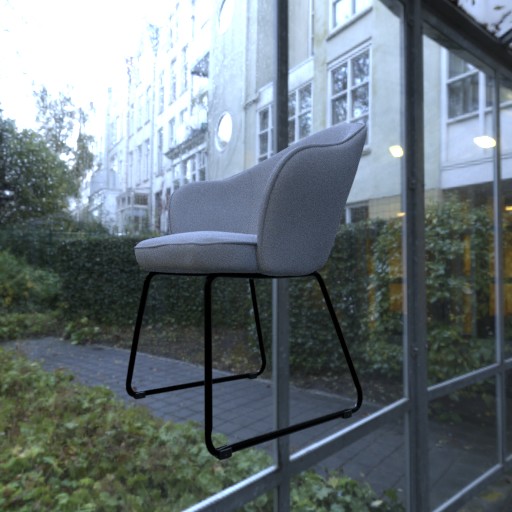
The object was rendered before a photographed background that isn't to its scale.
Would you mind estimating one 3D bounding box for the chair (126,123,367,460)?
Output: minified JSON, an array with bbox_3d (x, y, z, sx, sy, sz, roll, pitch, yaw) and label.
[{"bbox_3d":[0.000,0.000,1.233,0.592,0.817,0.570,1,-1,-36],"label":"chair"}]
